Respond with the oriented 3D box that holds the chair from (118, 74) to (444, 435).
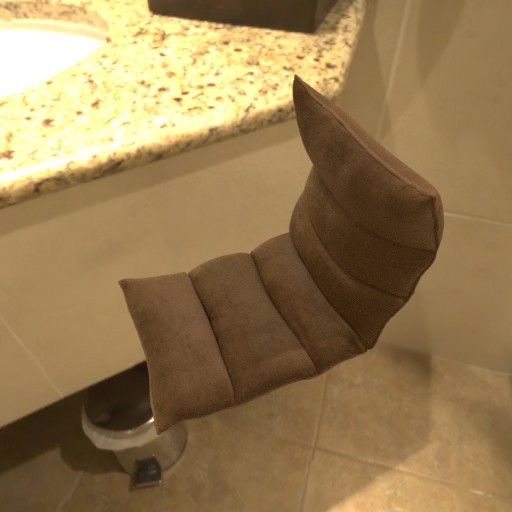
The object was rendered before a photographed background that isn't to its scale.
[{"bbox_3d":[0.000,0.000,1.546,0.985,0.892,0.714,-16,50,-14],"label":"chair"}]
